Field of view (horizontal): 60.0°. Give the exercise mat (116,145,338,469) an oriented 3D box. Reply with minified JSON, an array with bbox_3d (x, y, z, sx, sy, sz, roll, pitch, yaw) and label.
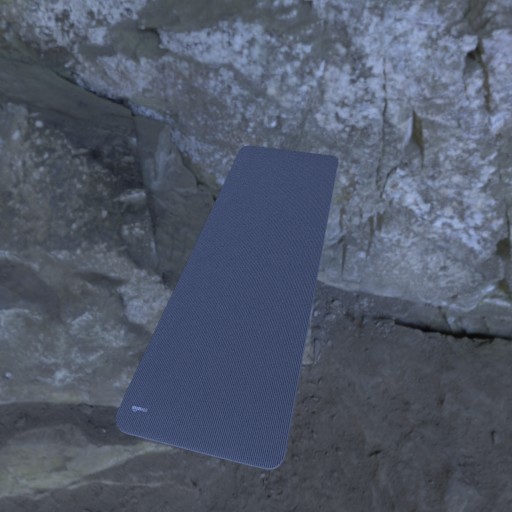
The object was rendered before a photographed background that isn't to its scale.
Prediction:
[{"bbox_3d":[0.000,0.000,2.139,0.616,0.021,1.884,10,47,9],"label":"exercise mat"}]
